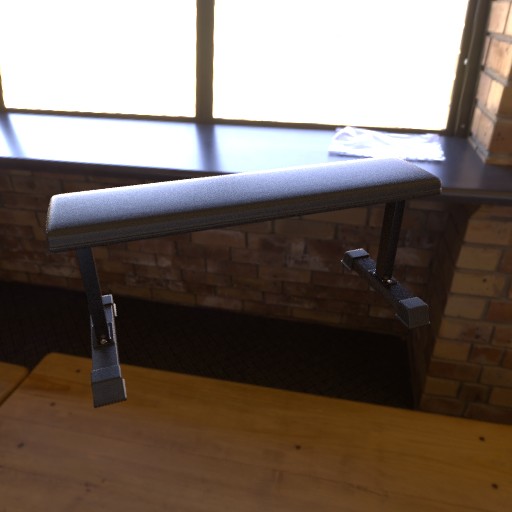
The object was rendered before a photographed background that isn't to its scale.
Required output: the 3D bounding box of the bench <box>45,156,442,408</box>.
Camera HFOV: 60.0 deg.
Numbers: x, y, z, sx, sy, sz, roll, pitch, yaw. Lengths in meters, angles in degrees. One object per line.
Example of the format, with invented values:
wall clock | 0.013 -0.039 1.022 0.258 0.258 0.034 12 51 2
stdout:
bench | 0.000 0.000 1.323 1.072 0.453 0.439 -10 31 -17
